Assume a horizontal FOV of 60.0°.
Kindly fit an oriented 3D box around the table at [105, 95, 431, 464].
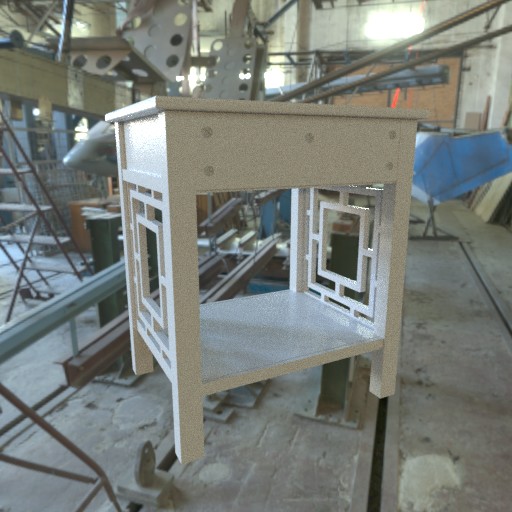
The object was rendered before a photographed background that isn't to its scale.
[{"bbox_3d":[0.000,0.000,1.043,0.564,0.646,0.451,-7,16,-27],"label":"table"}]
